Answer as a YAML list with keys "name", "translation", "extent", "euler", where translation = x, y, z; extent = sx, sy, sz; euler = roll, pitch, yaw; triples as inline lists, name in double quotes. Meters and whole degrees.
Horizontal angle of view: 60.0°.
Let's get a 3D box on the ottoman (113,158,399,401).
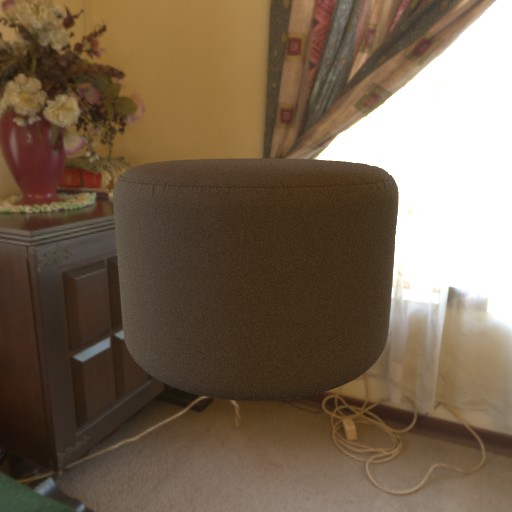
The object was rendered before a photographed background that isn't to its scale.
- name: "ottoman"
  translation: [0.000, 0.000, 1.020]
  extent: [0.608, 0.433, 0.608]
  euler: [0, 14, 0]
